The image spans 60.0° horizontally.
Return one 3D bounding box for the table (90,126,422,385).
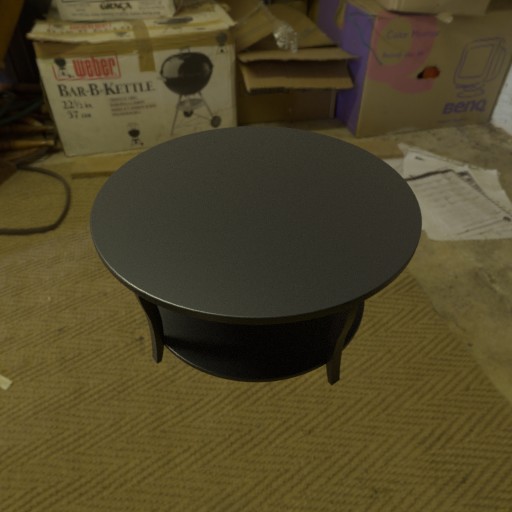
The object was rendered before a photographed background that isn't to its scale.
[{"bbox_3d":[0.000,0.000,1.416,0.914,0.457,0.914,0,41,0],"label":"table"}]
